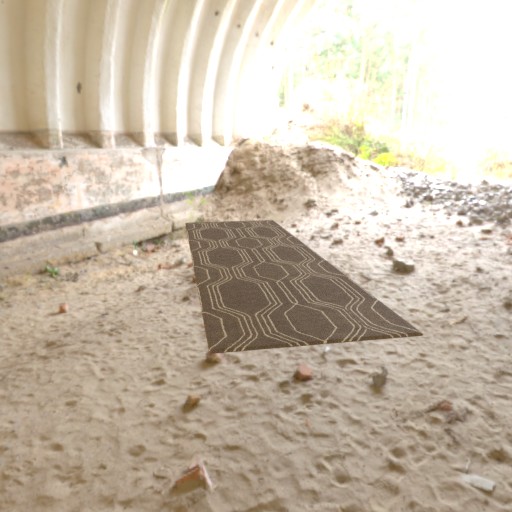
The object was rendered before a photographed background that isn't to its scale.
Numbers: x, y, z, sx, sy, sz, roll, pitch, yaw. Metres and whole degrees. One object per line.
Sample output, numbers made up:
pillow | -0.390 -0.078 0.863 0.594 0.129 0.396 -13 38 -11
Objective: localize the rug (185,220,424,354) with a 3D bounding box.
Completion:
rug | 0.000 0.000 2.701 0.773 0.012 2.464 -3 15 -10
